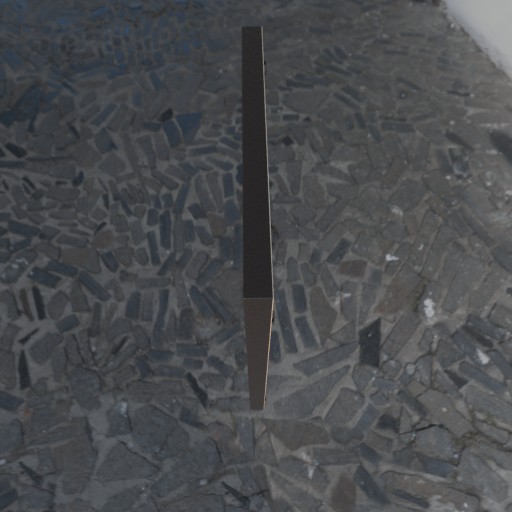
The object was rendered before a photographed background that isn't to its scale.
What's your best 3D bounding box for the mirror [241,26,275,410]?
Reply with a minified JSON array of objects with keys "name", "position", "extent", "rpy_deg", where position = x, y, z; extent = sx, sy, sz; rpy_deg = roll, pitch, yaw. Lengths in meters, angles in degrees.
[{"name":"mirror","position":[0.000,0.000,0.947],"extent":[0.040,0.710,0.507],"rpy_deg":[-1,61,-1]}]
